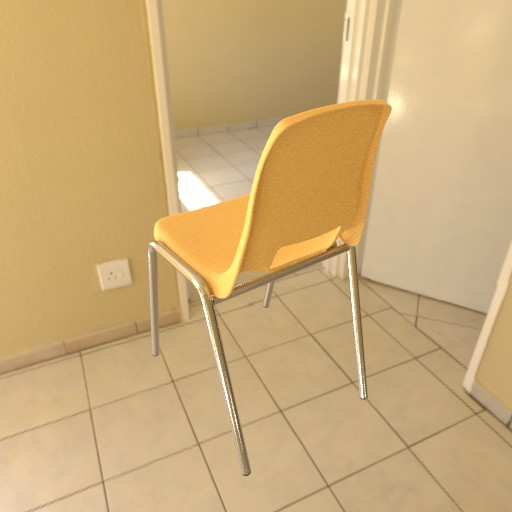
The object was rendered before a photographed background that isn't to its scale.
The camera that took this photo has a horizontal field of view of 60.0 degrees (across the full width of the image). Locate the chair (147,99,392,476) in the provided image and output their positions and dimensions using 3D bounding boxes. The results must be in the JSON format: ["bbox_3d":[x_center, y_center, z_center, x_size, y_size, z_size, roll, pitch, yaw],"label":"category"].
[{"bbox_3d":[0.000,0.000,0.937,0.381,0.704,0.436,-20,37,-29],"label":"chair"}]
